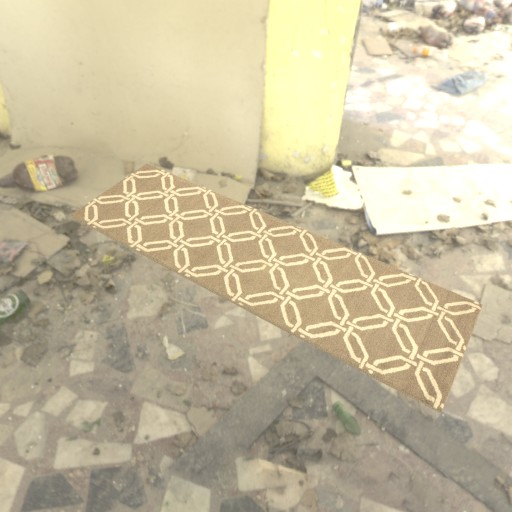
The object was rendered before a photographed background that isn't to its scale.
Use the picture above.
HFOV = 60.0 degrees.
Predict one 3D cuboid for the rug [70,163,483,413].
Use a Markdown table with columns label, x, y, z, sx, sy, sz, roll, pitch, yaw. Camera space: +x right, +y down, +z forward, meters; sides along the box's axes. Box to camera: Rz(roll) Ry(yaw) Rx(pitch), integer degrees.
| label | x | y | z | sx | sy | sz | roll | pitch | yaw |
| --- | --- | --- | --- | --- | --- | --- | --- | --- | --- |
| rug | 0.000 | 0.000 | 2.461 | 2.276 | 0.014 | 0.678 | 25 | 50 | 23 |
